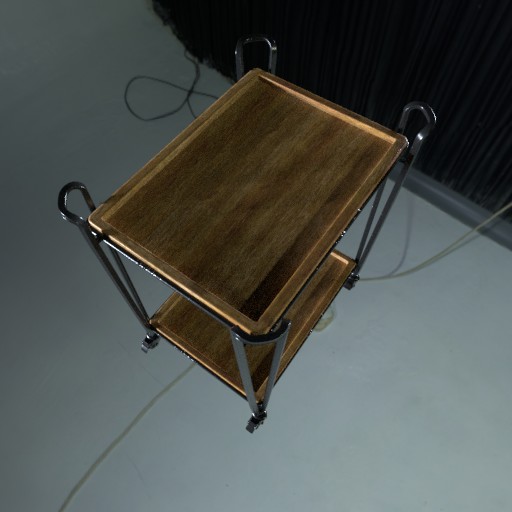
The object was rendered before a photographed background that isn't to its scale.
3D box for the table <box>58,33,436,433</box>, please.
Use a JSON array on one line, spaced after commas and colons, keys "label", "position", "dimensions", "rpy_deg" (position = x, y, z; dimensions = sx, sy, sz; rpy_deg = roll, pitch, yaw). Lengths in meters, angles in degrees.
[{"label": "table", "position": [0.000, 0.000, 1.215], "dimensions": [0.505, 0.785, 0.672], "rpy_deg": [32, 65, 17]}]
